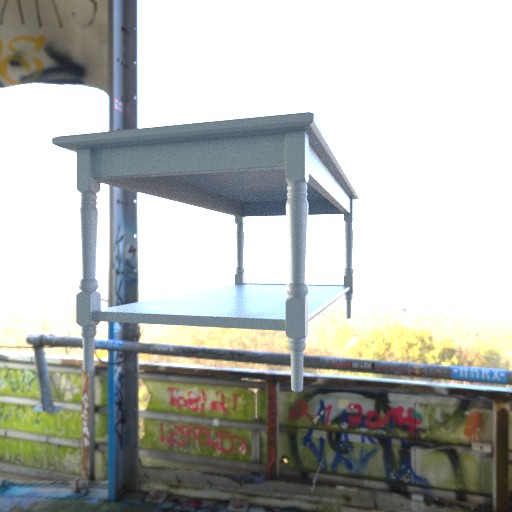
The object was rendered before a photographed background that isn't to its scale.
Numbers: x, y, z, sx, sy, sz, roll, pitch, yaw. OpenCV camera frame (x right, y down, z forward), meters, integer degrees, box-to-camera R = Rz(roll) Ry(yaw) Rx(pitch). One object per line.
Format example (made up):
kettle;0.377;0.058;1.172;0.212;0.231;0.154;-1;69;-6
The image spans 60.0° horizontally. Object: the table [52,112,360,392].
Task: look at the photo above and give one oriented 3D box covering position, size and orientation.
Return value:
table;0.000;0.000;1.374;0.551;0.506;1.109;0;0;17
